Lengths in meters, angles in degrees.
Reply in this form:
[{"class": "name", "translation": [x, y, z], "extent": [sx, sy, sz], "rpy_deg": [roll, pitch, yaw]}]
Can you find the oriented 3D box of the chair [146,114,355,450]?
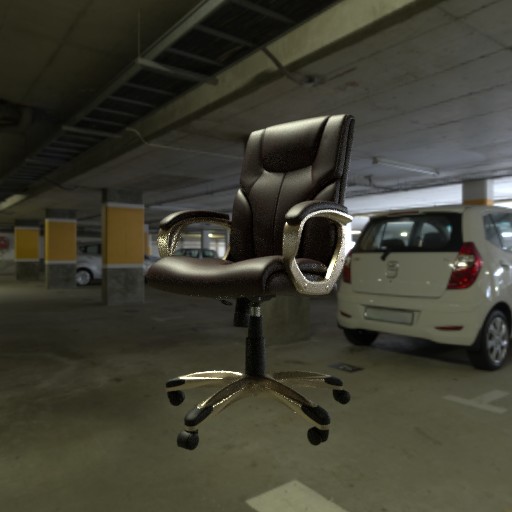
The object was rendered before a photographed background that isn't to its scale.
[{"class": "chair", "translation": [0.000, 0.000, 1.557], "extent": [0.662, 1.107, 0.739], "rpy_deg": [0, 0, 35]}]
